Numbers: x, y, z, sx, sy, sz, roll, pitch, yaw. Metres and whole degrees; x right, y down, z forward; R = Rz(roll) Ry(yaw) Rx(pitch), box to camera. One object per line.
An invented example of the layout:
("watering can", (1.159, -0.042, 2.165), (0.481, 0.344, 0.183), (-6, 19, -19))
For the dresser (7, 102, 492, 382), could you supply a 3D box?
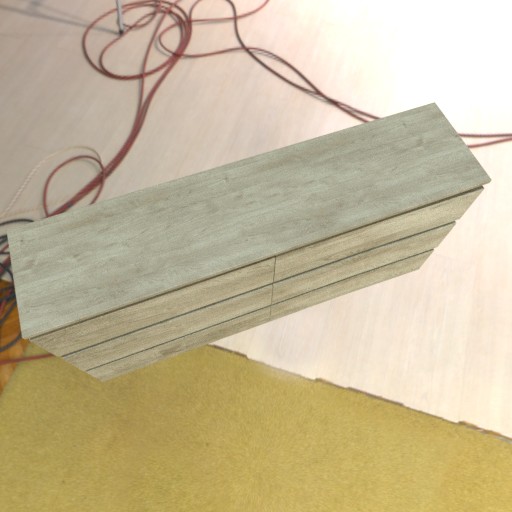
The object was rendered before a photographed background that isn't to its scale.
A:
("dresser", (0.000, 0.000, 1.837), (1.590, 0.795, 0.390), (-19, 66, -9))
